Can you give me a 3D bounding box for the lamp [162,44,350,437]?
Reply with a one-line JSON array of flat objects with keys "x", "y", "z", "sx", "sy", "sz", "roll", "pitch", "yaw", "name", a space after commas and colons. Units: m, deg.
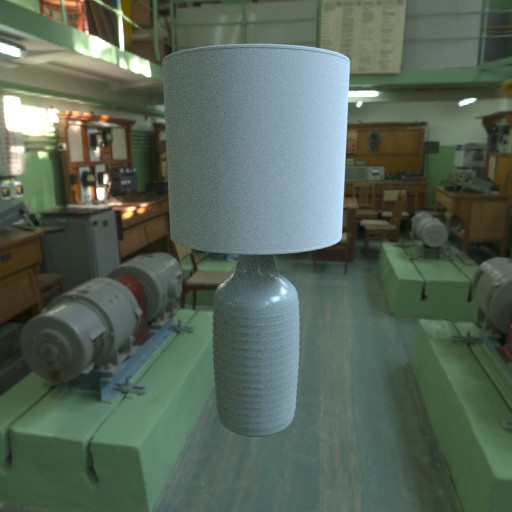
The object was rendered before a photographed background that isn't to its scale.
[{"x": 0.000, "y": 0.000, "z": 0.589, "sx": 0.220, "sy": 0.475, "sz": 0.220, "roll": 2, "pitch": 14, "yaw": 8, "name": "lamp"}]
